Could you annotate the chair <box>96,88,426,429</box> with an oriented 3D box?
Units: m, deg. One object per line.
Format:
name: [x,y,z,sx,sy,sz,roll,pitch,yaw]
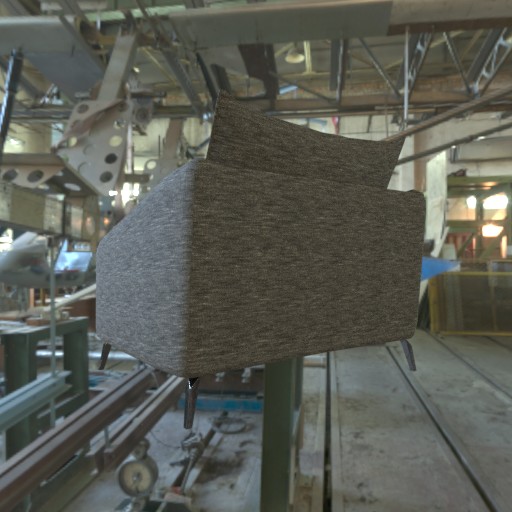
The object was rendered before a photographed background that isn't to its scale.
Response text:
chair: [0.000,0.000,1.625,1.004,0.842,0.805,0,0,-36]
